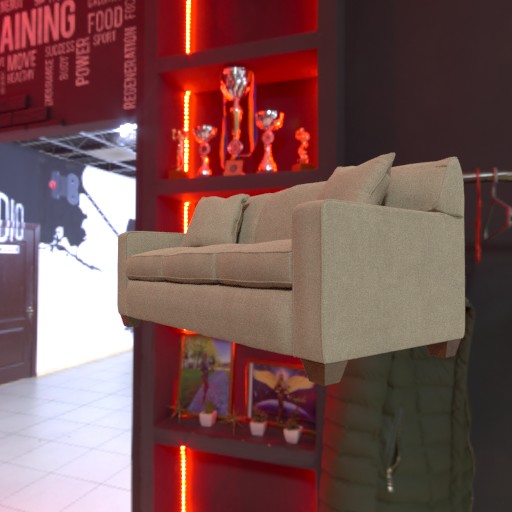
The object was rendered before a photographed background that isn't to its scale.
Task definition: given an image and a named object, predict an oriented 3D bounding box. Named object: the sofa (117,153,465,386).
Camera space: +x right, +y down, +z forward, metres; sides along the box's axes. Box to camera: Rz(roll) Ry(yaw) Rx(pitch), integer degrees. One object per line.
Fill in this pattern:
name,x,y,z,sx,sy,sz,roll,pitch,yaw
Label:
sofa,0.000,0.000,2.590,0.997,0.958,2.024,1,-2,-37
